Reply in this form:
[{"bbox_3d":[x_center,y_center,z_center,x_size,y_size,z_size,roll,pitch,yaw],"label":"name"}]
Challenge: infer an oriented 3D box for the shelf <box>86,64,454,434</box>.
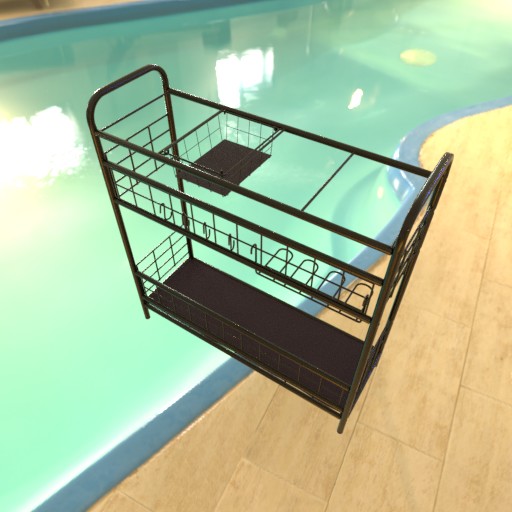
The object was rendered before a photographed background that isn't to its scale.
[{"bbox_3d":[0.000,0.000,1.520,0.961,1.026,0.350,25,51,22],"label":"shelf"}]
